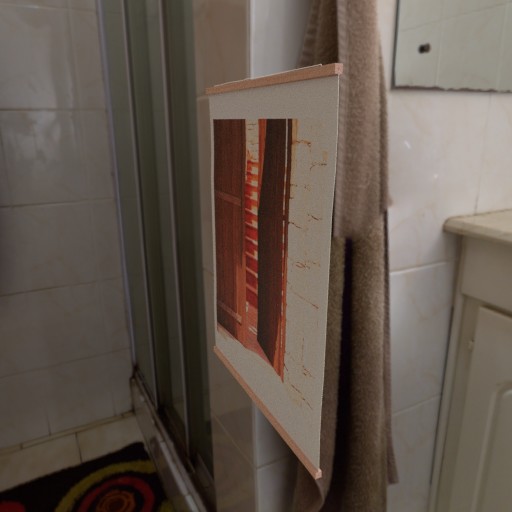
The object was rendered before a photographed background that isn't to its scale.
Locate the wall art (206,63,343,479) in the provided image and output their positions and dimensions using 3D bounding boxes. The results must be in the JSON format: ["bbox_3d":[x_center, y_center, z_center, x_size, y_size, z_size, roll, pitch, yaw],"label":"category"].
[{"bbox_3d":[0.000,0.000,1.345,0.020,1.013,0.758,-8,18,-24],"label":"wall art"}]
